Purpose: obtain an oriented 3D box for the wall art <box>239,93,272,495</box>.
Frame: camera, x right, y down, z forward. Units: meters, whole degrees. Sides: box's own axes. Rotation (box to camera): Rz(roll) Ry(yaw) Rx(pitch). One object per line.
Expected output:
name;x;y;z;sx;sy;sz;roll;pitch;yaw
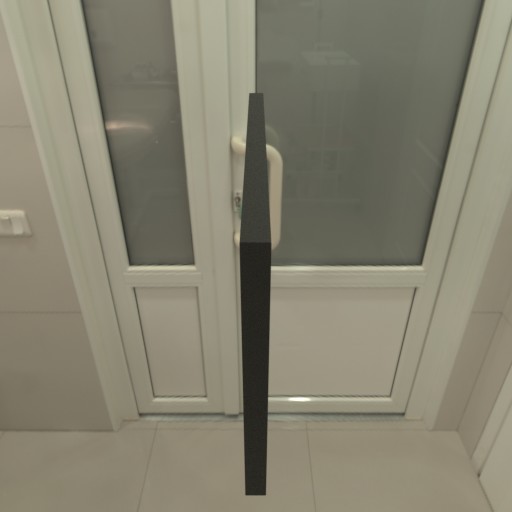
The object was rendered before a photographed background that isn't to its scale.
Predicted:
wall art;0.000;0.000;0.561;0.021;0.301;0.443;0;32;0
